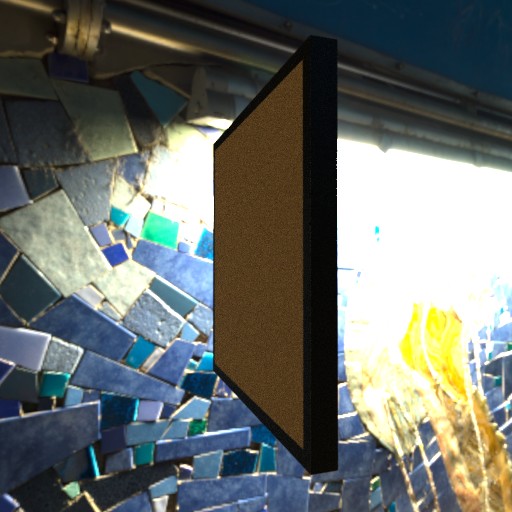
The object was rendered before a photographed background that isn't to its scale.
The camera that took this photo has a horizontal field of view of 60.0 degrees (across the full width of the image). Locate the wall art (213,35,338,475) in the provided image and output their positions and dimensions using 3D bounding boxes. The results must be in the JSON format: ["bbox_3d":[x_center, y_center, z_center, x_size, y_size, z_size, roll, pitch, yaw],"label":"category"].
[{"bbox_3d":[0.000,0.000,0.756,0.036,0.508,0.508,0,-1,-18],"label":"wall art"}]
